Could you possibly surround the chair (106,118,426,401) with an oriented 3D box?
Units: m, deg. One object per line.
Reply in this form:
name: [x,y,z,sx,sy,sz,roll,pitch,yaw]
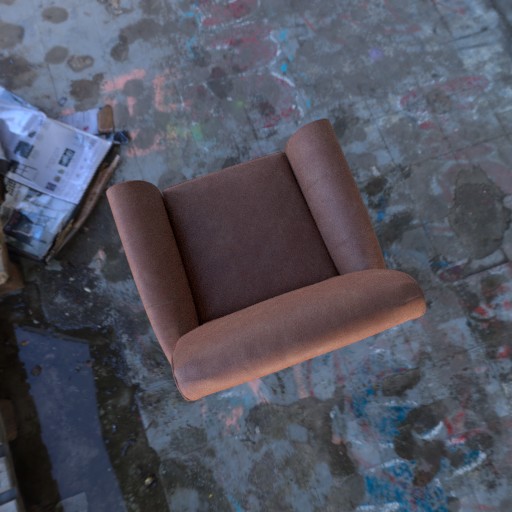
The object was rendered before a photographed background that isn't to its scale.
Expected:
chair: [0.000,0.000,1.792,0.978,1.061,0.902,-19,75,-5]
